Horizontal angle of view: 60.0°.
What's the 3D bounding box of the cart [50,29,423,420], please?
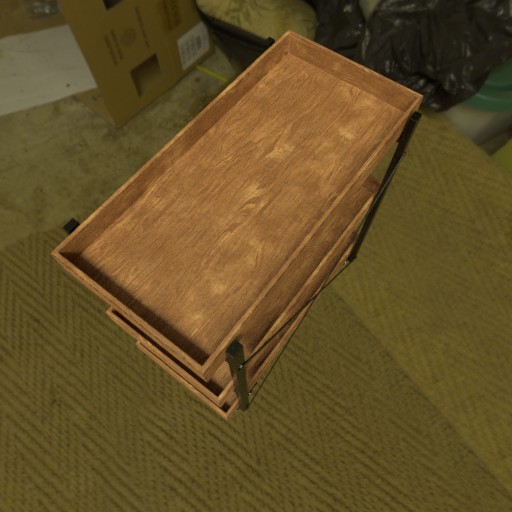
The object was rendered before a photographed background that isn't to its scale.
[{"bbox_3d":[0.000,0.000,1.240,0.411,0.800,0.750,34,69,15],"label":"cart"}]
